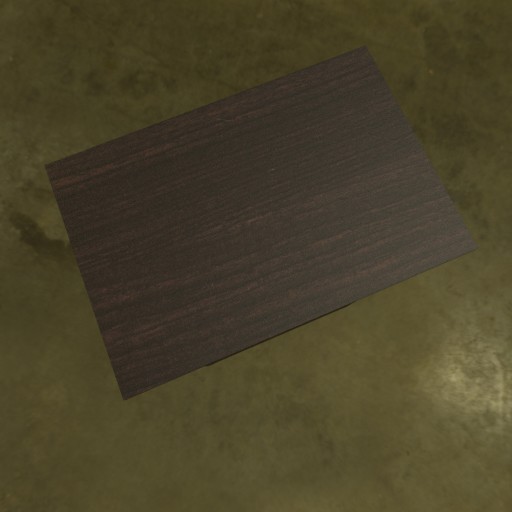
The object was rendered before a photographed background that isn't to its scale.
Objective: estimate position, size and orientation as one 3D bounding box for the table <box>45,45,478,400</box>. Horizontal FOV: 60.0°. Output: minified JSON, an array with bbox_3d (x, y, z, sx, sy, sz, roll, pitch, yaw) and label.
[{"bbox_3d":[0.000,0.000,1.062,0.591,0.711,0.406,-22,78,-5],"label":"table"}]
